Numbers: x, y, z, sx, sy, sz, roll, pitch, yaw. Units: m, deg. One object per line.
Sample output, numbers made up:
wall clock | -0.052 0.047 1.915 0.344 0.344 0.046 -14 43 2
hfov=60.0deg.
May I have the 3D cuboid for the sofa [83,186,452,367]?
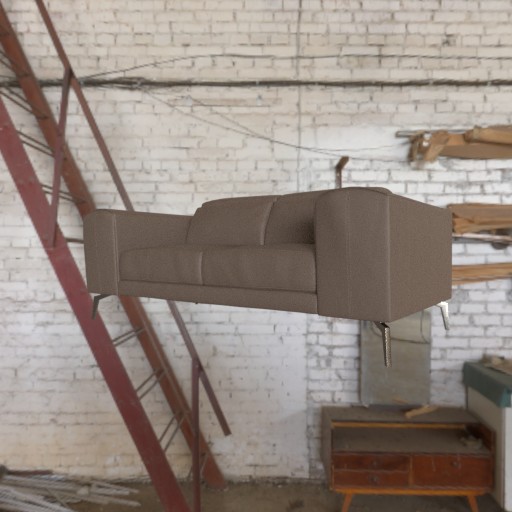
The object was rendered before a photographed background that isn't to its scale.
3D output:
sofa | 0.000 0.000 2.502 1.895 0.779 1.003 1 1 36
